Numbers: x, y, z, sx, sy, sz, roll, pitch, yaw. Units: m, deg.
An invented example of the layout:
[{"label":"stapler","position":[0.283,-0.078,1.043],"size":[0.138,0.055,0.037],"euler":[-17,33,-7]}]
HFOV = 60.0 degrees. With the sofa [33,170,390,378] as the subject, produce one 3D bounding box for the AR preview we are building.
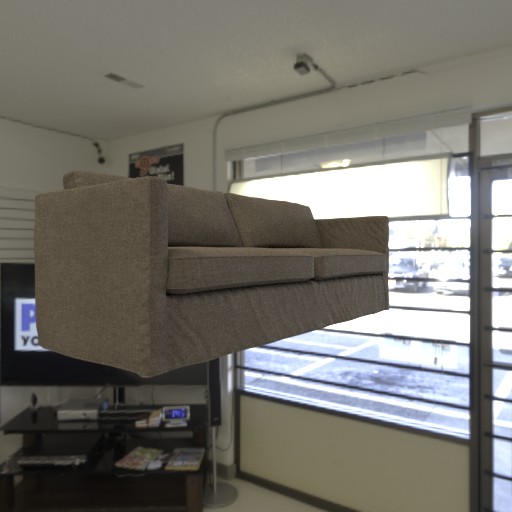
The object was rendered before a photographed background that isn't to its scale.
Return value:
[{"label":"sofa","position":[0.000,0.000,3.240],"size":[1.036,0.998,2.779],"euler":[0,1,37]}]
